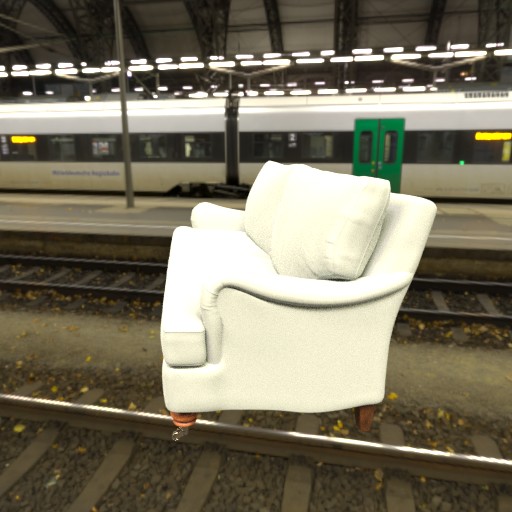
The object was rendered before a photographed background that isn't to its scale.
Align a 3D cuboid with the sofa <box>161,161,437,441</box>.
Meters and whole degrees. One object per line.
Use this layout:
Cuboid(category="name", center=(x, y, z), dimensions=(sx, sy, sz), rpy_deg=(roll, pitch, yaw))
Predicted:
Cuboid(category="sofa", center=(0.000, 0.000, 2.709), dimensions=(1.069, 1.096, 2.193), rpy_deg=(-2, 14, -9))
